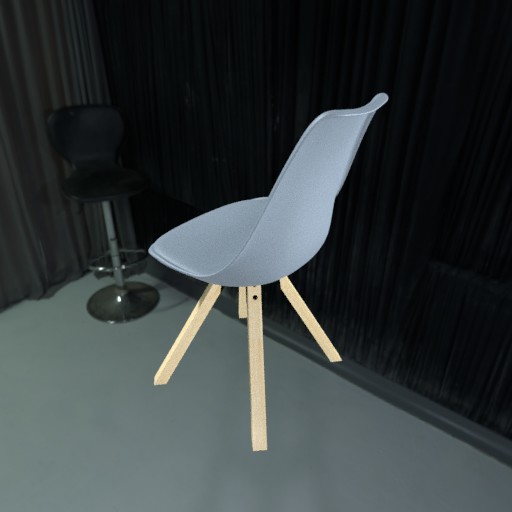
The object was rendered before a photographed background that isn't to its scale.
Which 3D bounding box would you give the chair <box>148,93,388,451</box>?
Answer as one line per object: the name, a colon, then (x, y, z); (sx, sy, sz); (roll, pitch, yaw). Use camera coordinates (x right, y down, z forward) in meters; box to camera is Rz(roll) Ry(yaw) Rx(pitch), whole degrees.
chair: (0.000, 0.000, 1.186); (0.549, 0.850, 0.485); (21, 36, 32)
